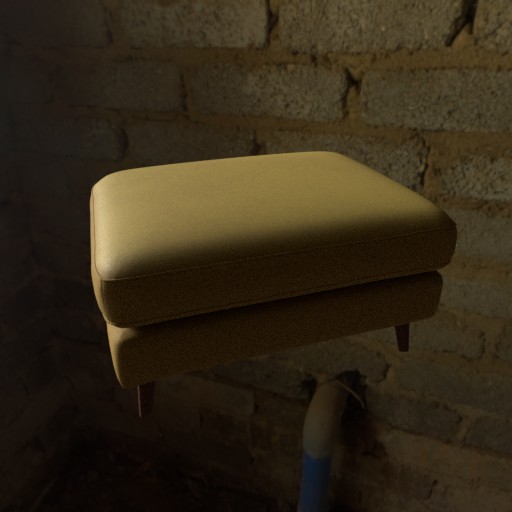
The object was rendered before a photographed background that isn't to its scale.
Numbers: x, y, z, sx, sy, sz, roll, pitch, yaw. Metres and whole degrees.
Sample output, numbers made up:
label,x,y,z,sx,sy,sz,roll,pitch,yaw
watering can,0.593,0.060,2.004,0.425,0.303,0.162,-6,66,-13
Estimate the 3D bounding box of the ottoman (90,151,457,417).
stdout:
label,x,y,z,sx,sy,sz,roll,pitch,yaw
ottoman,0.000,0.000,1.199,0.811,0.449,0.608,-9,29,-16
